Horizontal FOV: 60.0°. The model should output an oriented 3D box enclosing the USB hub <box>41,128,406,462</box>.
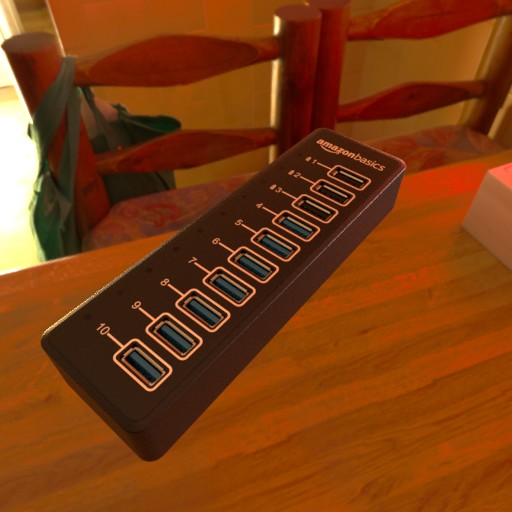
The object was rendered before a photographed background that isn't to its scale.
[{"bbox_3d":[0.000,0.000,0.162,0.044,0.023,0.145,32,55,25],"label":"USB hub"}]
